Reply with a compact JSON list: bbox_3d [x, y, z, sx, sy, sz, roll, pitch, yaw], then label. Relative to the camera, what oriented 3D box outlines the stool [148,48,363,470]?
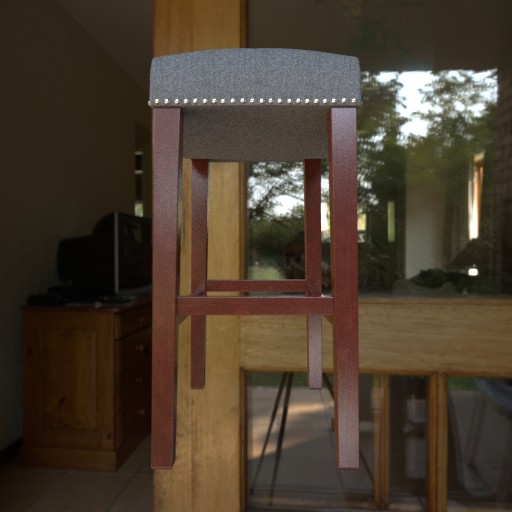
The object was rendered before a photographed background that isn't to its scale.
[{"bbox_3d":[0.000,0.000,1.008,0.372,0.742,0.504,0,1,0],"label":"stool"}]
